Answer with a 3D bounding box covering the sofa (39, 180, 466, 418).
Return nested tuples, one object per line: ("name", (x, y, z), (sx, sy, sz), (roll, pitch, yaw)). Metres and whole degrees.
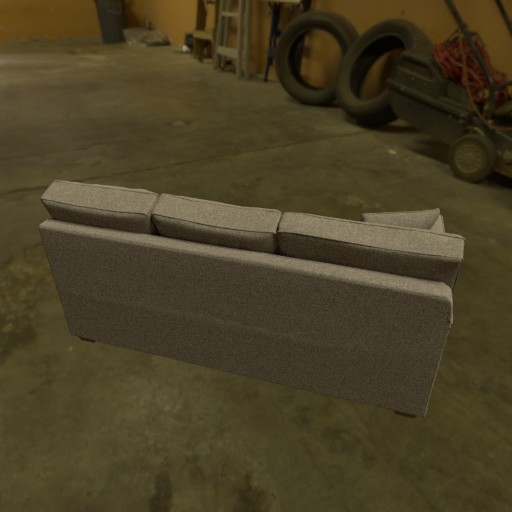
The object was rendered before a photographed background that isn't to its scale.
("sofa", (0.000, 0.000, 2.492), (1.963, 0.946, 1.034), (9, 33, 15))
